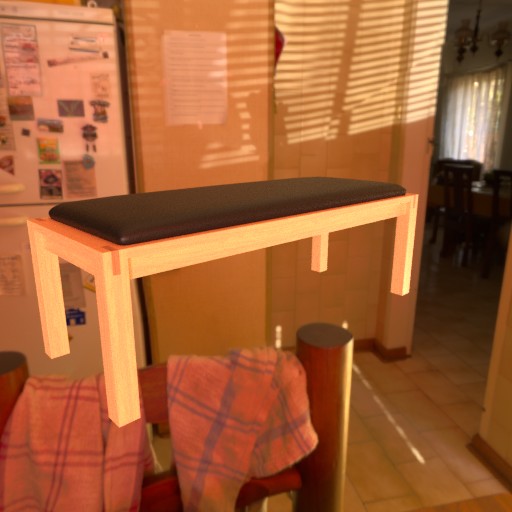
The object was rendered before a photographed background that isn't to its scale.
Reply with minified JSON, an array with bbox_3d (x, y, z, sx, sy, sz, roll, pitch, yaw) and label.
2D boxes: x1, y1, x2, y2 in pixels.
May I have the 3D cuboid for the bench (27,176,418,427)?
[{"bbox_3d":[0.000,0.000,1.427,1.202,0.430,0.450,-14,21,-41],"label":"bench"}]
